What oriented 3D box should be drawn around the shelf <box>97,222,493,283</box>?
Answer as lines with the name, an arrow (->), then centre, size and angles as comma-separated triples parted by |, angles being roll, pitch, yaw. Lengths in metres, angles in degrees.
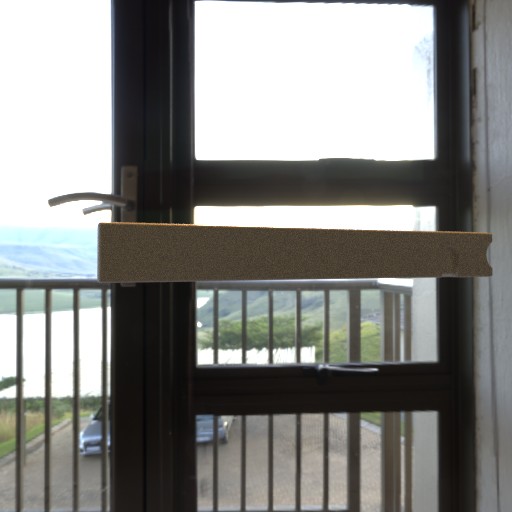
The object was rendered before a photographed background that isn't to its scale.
shelf -> 0.000, 0.000, 0.441 | 0.296, 0.035, 0.296 | 0, -1, -19
